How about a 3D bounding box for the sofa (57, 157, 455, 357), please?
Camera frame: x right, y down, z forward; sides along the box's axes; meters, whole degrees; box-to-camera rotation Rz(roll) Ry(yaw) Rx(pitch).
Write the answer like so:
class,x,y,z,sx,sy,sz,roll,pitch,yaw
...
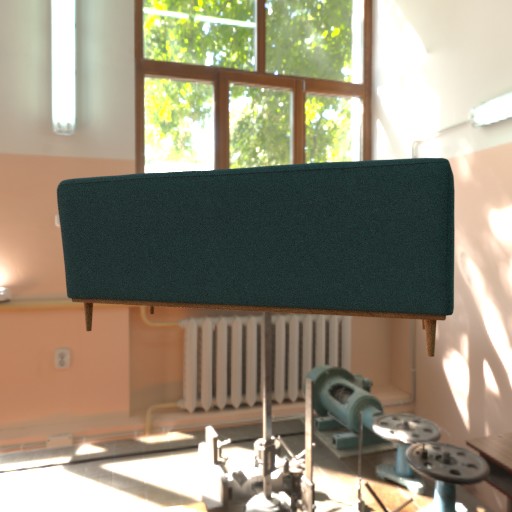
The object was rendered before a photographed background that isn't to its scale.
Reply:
class,x,y,z,sx,sy,sz,roll,pitch,yaw
sofa,0.000,0.000,2.566,2.057,0.871,0.978,0,1,19
